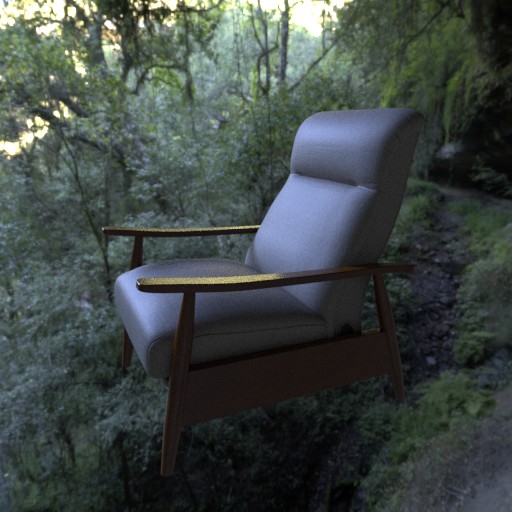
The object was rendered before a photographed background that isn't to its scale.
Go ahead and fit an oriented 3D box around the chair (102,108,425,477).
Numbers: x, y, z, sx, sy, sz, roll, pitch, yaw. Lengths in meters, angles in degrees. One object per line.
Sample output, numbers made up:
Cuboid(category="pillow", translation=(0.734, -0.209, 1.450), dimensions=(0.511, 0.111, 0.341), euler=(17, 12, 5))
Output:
Cuboid(category="chair", translation=(0.000, 0.000, 1.707), dimensions=(1.032, 1.082, 0.762), euler=(-8, 18, -24))
